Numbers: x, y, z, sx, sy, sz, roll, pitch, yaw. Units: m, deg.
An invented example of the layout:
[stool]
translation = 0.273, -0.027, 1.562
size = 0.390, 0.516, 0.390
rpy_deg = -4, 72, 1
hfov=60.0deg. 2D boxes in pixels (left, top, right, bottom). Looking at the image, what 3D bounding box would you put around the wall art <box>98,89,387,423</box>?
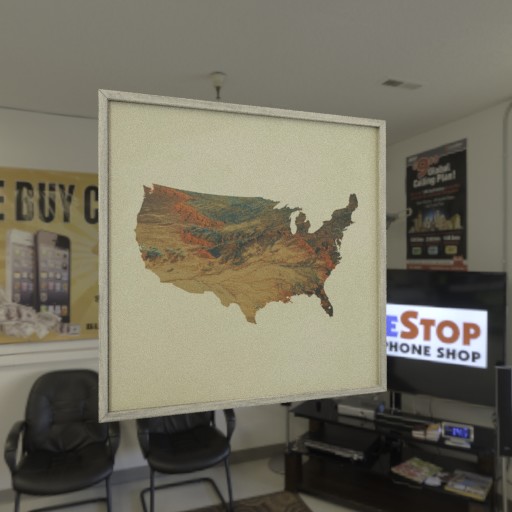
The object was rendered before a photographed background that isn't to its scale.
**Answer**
[wall art]
translation = 0.000, 0.000, 0.759
size = 0.508, 0.507, 0.016
rpy_deg = 0, 0, -18
